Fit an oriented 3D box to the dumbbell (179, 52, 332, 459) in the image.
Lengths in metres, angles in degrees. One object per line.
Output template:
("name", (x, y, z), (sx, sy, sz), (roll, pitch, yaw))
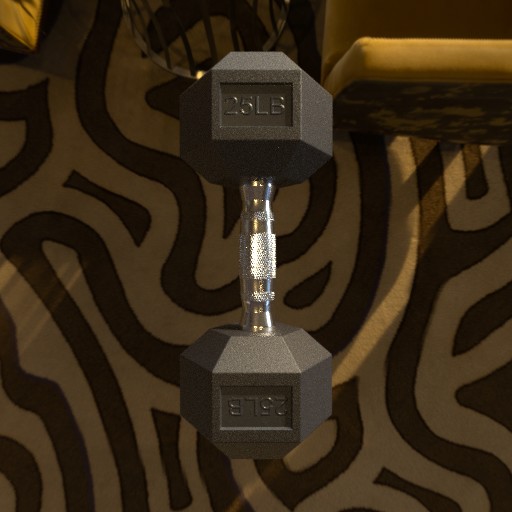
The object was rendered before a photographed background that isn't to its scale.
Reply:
("dumbbell", (0.000, 0.000, 0.377), (0.129, 0.113, 0.315), (0, 91, 0))
